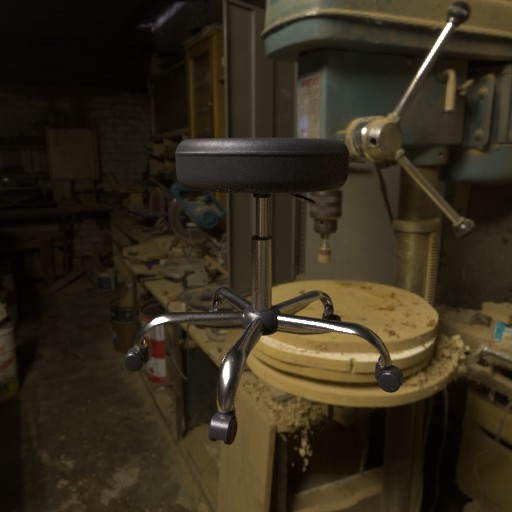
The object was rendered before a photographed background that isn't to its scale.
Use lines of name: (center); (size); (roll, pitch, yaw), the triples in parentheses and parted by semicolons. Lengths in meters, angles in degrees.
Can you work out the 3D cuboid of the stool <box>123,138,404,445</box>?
stool: (0.000, 0.000, 1.142); (0.673, 0.576, 0.638); (-6, 14, -26)
